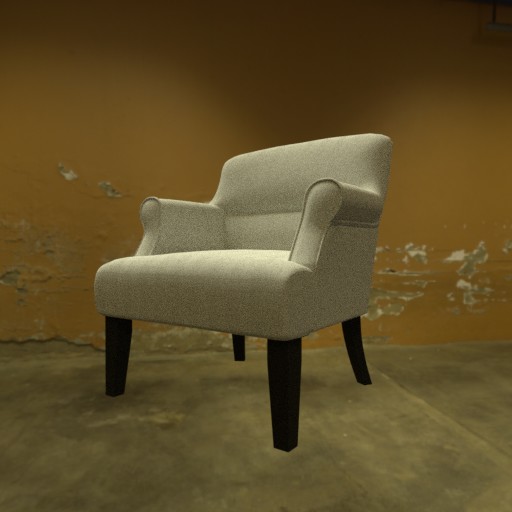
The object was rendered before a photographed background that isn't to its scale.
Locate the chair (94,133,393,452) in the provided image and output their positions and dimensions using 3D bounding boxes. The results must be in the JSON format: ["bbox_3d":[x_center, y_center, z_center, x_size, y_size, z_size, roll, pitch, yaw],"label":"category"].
[{"bbox_3d":[0.000,0.000,1.467,0.781,0.875,0.750,0,1,36],"label":"chair"}]
